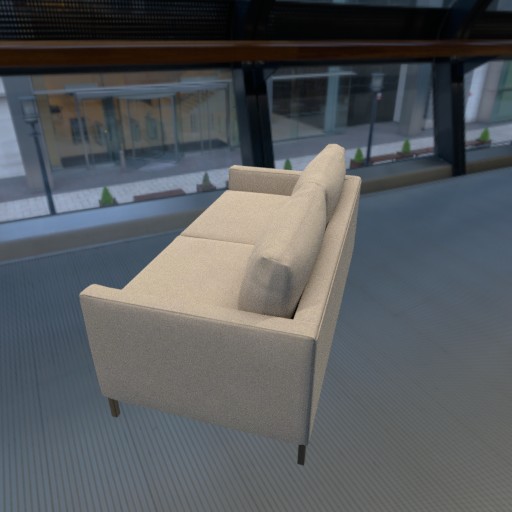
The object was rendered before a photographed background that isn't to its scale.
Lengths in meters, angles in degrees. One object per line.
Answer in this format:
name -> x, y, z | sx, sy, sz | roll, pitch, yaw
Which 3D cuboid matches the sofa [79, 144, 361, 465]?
sofa -> 0.000, 0.000, 2.245 | 0.875, 0.840, 1.682 | 8, 29, 15
